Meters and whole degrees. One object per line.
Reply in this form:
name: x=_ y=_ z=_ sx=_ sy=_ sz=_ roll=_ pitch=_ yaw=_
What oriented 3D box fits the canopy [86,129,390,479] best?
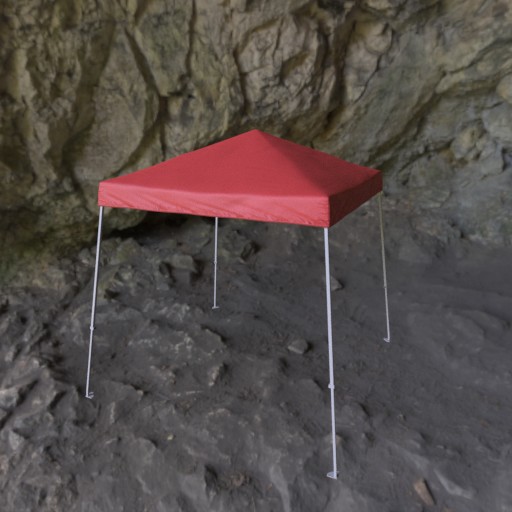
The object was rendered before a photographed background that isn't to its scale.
canopy: x=0.000 y=0.000 z=5.182 sx=2.848 sy=2.849 sz=2.849 roll=7 pitch=18 yaw=24
